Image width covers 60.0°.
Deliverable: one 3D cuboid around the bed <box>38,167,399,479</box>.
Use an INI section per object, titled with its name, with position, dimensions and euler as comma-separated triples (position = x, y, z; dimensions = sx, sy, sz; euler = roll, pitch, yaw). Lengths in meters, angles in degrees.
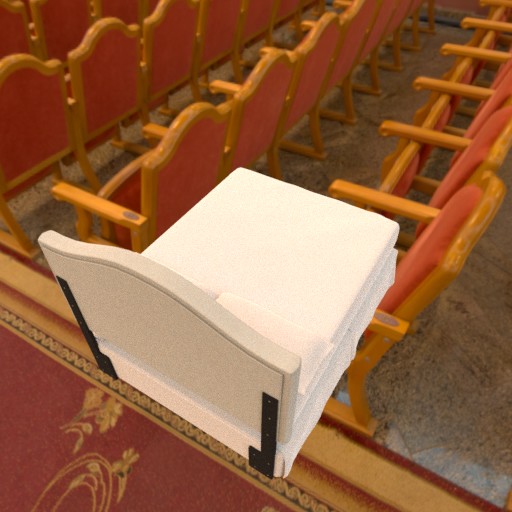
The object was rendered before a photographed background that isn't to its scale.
[bed]
position = 0.000, 0.000, 3.376
dimensions = 1.813, 1.607, 2.180
euler = 23, 50, 22
